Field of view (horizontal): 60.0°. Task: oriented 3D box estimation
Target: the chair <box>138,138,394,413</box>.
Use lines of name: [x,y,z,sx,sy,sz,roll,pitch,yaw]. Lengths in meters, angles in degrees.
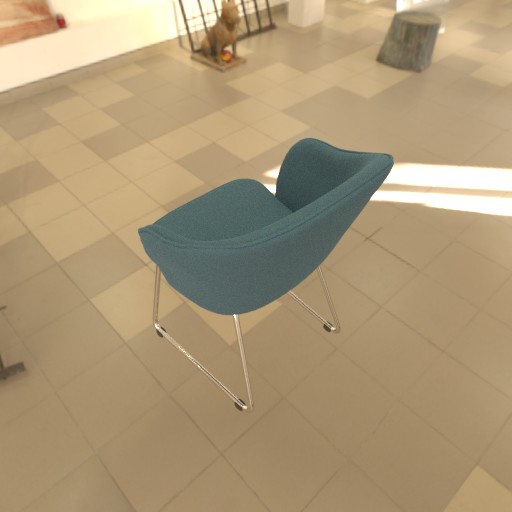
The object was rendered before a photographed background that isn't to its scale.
chair: [0.000,0.000,1.266,0.570,0.815,0.585,-34,55,-29]
